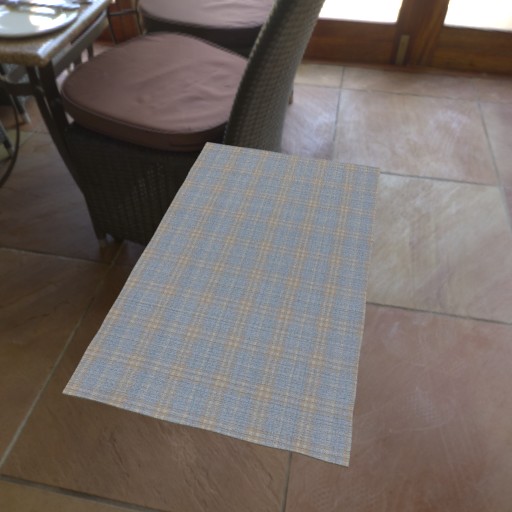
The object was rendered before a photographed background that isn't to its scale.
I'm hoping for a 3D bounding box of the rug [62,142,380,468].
[{"bbox_3d":[0.000,0.000,3.056,1.545,0.016,2.460,11,49,10],"label":"rug"}]
